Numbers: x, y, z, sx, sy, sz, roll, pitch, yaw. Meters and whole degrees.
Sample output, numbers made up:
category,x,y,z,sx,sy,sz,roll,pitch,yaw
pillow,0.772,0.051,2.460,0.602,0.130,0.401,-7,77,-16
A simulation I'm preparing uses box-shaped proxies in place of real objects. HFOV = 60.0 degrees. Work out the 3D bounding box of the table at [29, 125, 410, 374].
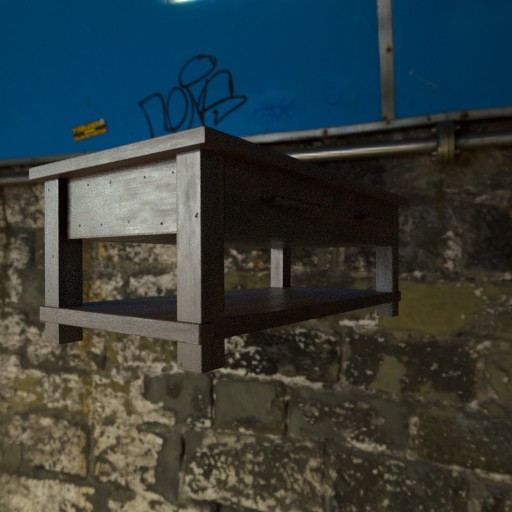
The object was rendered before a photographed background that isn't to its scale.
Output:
category,x,y,z,sx,sy,sz,roll,pitch,yaw
table,0.000,0.000,1.569,0.700,0.494,1.270,0,-1,36
